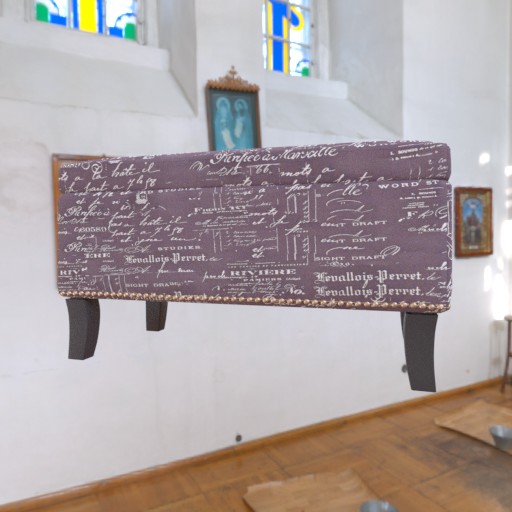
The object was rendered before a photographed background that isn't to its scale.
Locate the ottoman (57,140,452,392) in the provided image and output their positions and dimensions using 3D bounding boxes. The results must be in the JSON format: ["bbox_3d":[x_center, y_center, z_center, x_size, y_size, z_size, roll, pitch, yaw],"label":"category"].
[{"bbox_3d":[0.000,0.000,1.046,0.813,0.457,0.406,1,2,17],"label":"ottoman"}]
